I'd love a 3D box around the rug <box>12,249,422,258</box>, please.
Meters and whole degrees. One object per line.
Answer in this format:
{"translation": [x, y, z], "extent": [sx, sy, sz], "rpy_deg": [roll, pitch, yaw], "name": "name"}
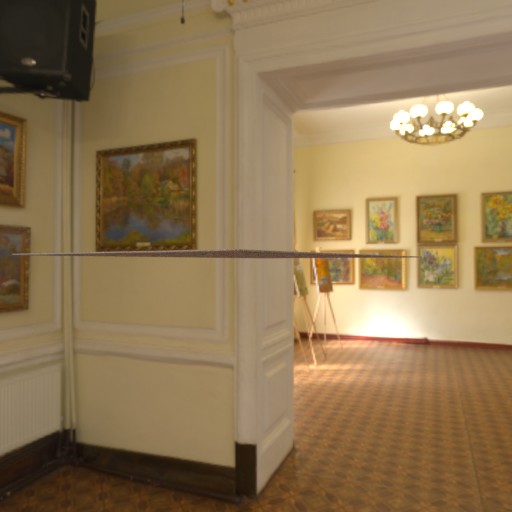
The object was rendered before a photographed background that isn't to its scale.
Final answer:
{"translation": [0.000, 0.000, 2.948], "extent": [1.515, 0.007, 2.427], "rpy_deg": [-1, -1, 35], "name": "rug"}
